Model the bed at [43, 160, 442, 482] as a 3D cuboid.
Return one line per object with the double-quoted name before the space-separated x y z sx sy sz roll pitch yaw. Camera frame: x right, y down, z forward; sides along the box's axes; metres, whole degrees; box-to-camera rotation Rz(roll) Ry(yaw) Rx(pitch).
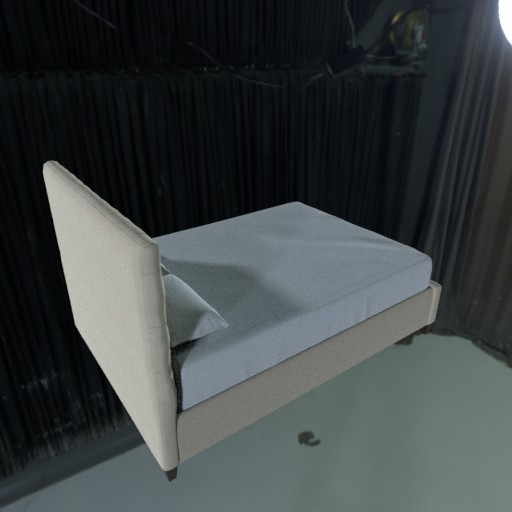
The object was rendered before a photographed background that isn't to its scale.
"bed" 0.000 0.000 3.306 2.387 1.427 1.698 -18 31 -31
